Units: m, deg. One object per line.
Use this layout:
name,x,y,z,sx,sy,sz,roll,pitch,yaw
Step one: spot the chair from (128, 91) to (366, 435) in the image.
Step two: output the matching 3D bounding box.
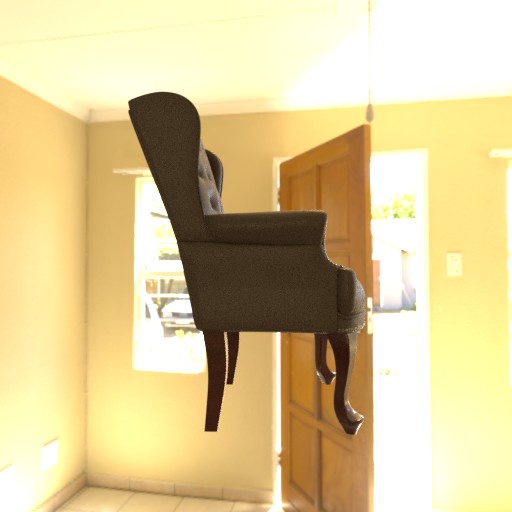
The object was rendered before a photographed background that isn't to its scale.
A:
chair,0.000,0.000,1.717,0.819,1.132,0.829,0,-2,2
